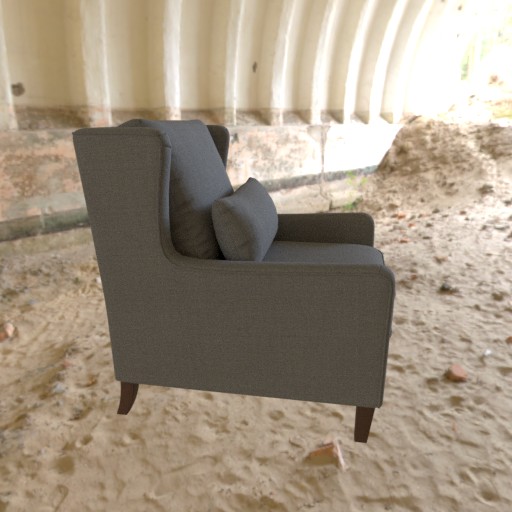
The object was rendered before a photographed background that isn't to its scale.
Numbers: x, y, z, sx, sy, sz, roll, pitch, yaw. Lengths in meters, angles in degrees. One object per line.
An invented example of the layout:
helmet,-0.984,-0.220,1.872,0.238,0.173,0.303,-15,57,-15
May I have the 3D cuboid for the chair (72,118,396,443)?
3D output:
chair,0.000,0.000,1.785,1.040,1.056,0.866,3,17,9
